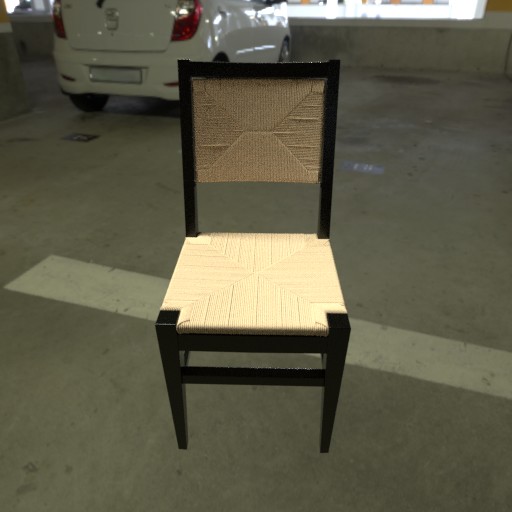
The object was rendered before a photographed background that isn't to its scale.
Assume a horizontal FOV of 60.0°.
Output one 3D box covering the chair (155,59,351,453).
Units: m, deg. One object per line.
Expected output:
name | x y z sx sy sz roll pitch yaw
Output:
chair | 0.000 0.000 1.199 0.437 0.927 0.552 1 30 1
